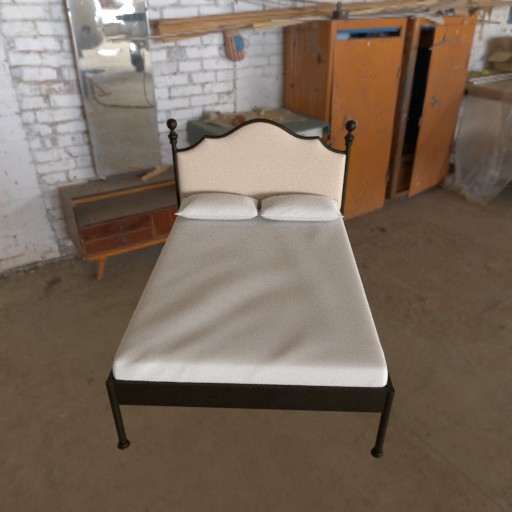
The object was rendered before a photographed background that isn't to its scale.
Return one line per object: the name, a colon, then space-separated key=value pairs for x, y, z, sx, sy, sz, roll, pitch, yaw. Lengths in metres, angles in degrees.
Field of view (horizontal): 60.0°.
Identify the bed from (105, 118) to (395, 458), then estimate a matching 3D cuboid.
bed: x=0.000 y=0.000 z=3.264 sx=1.642 sy=1.499 sz=2.224 roll=1 pitch=30 yaw=2
